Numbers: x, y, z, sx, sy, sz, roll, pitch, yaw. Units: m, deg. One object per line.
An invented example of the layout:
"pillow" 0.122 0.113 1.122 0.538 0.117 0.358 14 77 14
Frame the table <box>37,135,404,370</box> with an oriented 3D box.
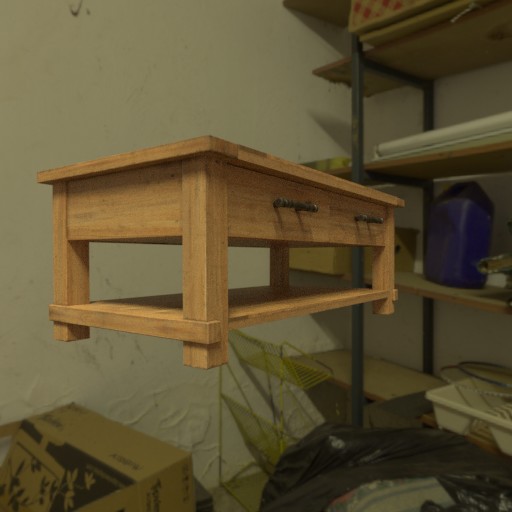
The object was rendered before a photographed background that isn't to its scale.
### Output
"table" 0.000 0.000 1.619 0.693 0.494 1.270 0 0 36
